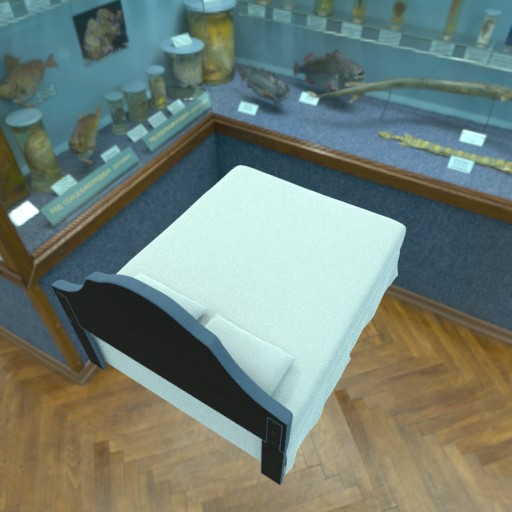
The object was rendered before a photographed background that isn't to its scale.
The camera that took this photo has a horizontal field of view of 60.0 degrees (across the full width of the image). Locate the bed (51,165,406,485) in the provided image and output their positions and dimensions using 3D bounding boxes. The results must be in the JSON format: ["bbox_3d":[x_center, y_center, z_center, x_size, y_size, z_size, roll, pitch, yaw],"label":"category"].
[{"bbox_3d":[0.000,0.000,3.755,2.039,1.617,2.477,24,51,21],"label":"bed"}]
